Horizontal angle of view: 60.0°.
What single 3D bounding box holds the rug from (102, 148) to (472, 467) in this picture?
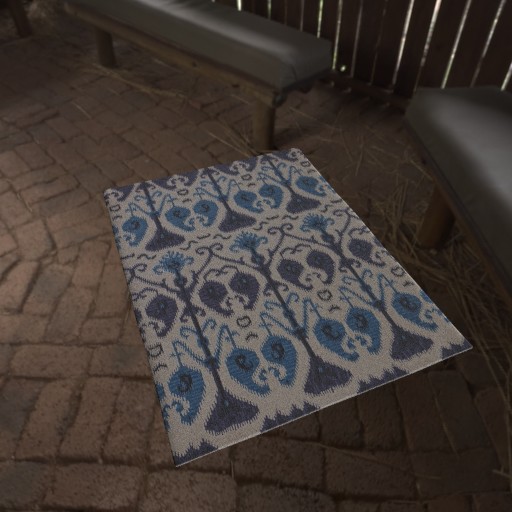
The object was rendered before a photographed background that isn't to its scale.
[{"bbox_3d":[0.000,0.000,4.269,2.443,0.024,3.228,-16,47,-15],"label":"rug"}]
